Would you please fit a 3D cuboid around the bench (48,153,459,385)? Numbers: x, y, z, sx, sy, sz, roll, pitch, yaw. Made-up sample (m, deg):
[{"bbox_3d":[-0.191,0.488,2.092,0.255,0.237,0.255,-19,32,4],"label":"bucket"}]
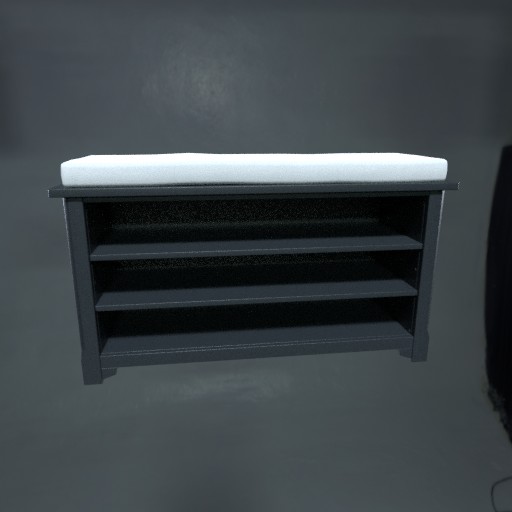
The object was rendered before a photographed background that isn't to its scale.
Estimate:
[{"bbox_3d":[0.000,0.000,1.265,0.973,0.561,0.345,-2,16,-7],"label":"bench"}]
